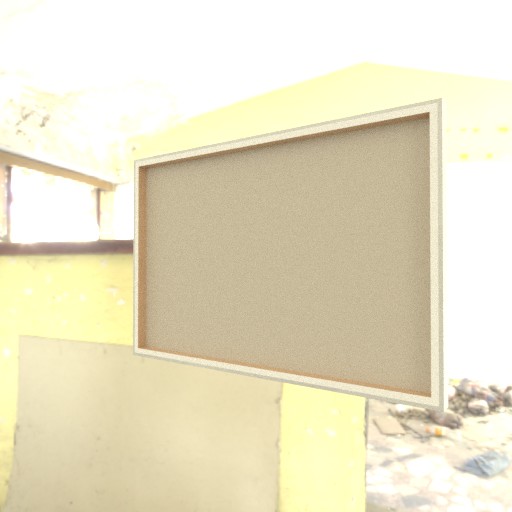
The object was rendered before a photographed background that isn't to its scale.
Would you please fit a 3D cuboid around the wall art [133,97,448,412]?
[{"bbox_3d":[0.000,0.000,1.139,0.915,0.610,0.038,-1,-1,35],"label":"wall art"}]
